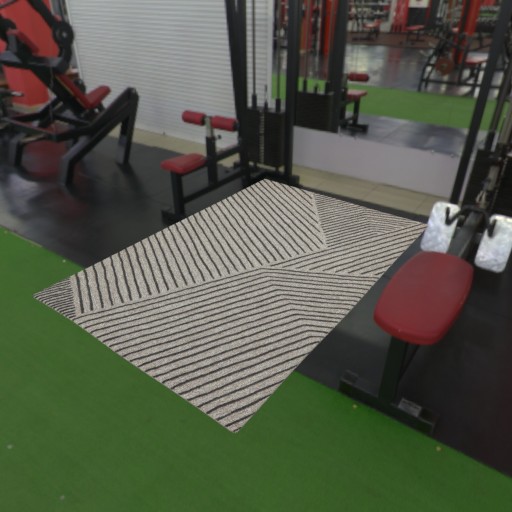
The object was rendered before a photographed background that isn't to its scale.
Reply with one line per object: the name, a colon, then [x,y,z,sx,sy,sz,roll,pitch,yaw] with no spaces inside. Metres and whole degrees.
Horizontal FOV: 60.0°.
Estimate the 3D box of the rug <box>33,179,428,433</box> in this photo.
rug: [0.000,0.000,2.376,1.237,0.019,1.842,22,37,31]
